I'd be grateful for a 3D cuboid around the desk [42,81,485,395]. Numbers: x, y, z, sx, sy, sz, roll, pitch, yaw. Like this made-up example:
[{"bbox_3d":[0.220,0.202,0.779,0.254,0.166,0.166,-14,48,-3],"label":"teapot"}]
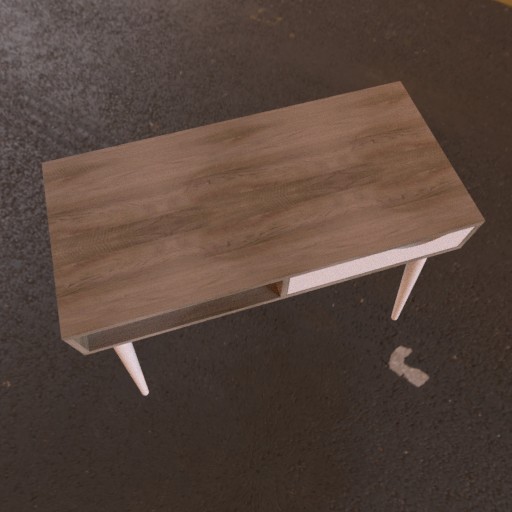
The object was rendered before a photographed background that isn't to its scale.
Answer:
[{"bbox_3d":[0.000,0.000,1.398,0.979,0.723,0.491,-15,65,-7],"label":"desk"}]
